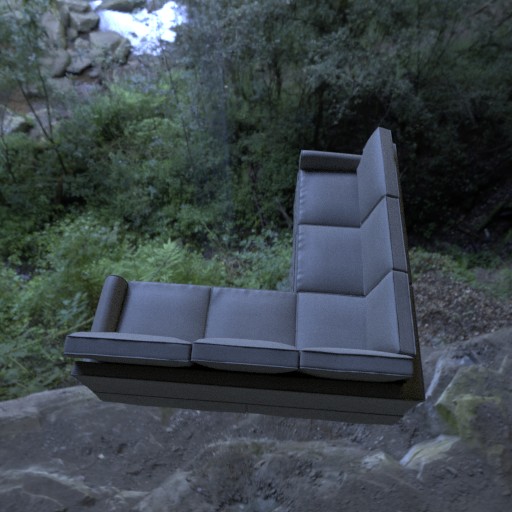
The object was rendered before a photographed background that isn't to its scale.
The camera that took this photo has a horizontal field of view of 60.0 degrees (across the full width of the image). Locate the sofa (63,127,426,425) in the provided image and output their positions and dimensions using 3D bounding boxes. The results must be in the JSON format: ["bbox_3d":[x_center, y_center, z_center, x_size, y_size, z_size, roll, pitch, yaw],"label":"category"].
[{"bbox_3d":[0.000,0.000,4.116,2.623,1.081,2.618,4,58,2],"label":"sofa"}]
